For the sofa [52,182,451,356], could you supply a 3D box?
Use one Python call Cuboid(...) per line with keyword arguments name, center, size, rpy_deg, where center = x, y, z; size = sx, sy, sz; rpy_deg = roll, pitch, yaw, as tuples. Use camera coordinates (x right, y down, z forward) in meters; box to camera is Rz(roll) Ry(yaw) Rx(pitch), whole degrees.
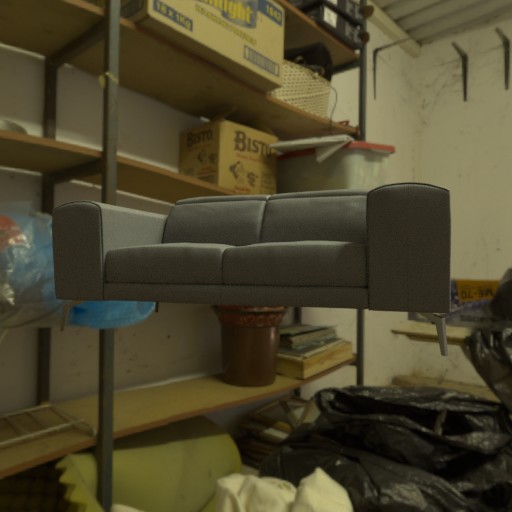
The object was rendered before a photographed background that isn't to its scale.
Cuboid(name="sofa", center=(0.000, 0.000, 2.399), size=(1.895, 0.779, 1.003), rpy_deg=(0, -1, 19))
